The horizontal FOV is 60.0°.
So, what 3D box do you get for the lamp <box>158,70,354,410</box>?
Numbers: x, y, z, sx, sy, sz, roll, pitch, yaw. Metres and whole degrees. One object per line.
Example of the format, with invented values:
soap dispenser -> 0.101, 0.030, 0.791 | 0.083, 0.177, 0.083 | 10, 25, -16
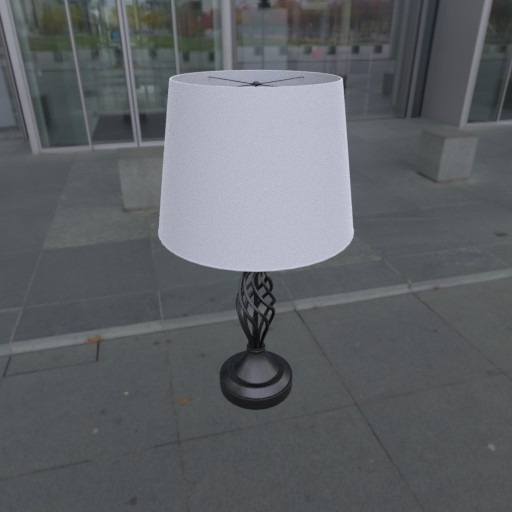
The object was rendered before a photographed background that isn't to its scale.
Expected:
lamp -> 0.000, 0.000, 0.790 | 0.331, 0.594, 0.331 | 0, 27, 0
